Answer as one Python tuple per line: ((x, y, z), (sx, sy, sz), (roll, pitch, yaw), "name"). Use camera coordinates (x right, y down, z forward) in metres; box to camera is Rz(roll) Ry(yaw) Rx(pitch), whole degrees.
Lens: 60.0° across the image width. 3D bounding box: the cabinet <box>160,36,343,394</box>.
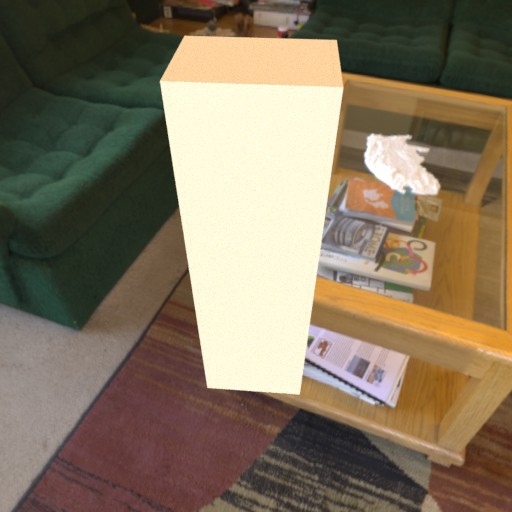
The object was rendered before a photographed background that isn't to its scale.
((0.000, 0.000, 1.544), (0.400, 1.350, 0.300), (3, 45, 3), "cabinet")
